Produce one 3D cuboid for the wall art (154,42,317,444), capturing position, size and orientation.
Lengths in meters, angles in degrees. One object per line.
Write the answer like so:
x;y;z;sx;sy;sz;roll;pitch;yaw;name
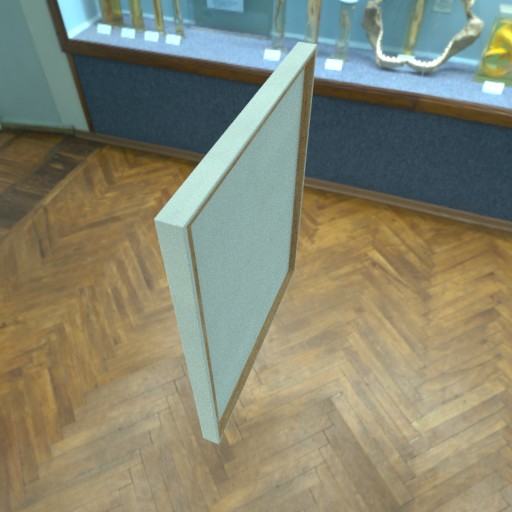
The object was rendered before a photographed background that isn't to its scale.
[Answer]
0.000;0.000;0.849;0.037;0.606;0.508;16;49;14;wall art
